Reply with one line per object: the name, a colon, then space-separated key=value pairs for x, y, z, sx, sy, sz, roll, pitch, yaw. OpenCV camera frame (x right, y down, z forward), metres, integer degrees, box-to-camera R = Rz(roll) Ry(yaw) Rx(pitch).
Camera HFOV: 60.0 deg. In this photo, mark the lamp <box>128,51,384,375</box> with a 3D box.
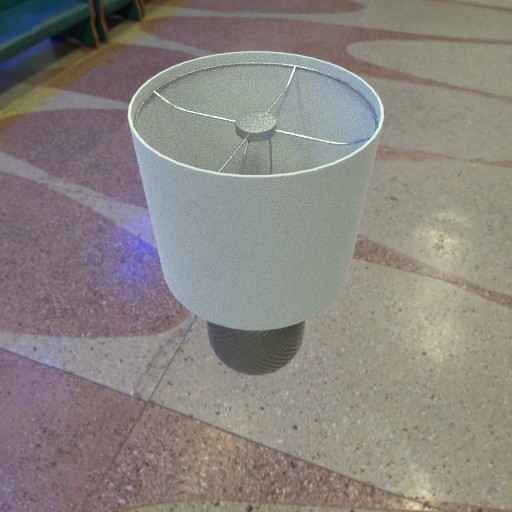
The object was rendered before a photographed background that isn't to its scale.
lamp: x=0.000 y=0.000 z=0.495 sx=0.207 sy=0.366 sz=0.207 roll=17 pitch=49 yaw=16
